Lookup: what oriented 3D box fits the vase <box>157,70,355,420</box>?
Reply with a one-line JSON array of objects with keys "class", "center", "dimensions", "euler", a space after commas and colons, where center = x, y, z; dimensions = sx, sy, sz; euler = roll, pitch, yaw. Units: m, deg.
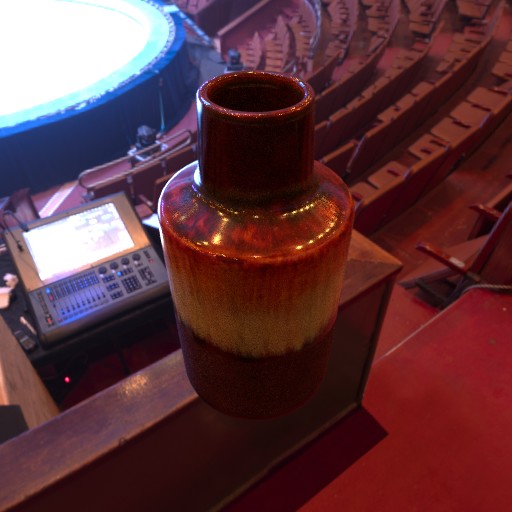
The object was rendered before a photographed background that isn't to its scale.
[{"class": "vase", "center": [0.000, 0.000, 0.270], "dimensions": [0.108, 0.204, 0.108], "euler": [0, 42, 0]}]
